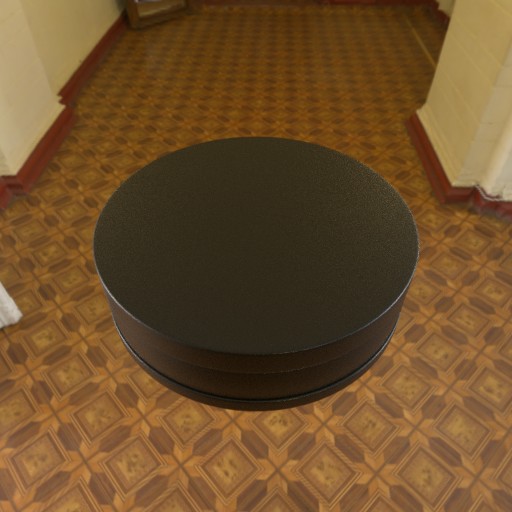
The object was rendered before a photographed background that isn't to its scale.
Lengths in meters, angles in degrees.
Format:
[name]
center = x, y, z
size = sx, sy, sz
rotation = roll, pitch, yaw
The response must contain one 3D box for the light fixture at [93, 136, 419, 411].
[light fixture]
center = 0.000, 0.000, 0.426
size = 0.283, 0.097, 0.283
rotation = 0, 45, 0
